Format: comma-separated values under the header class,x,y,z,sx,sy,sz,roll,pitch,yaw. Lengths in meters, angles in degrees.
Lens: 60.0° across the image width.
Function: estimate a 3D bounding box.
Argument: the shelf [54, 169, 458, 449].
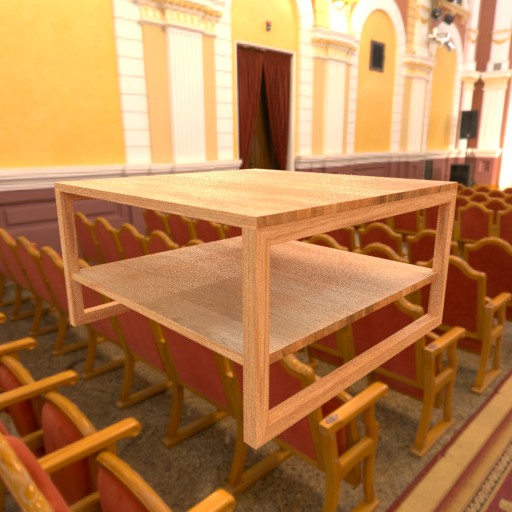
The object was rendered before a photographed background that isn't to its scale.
class,x,y,z,sx,sy,sz,roll,pitch,yaw
shelf,0.000,0.000,1.455,0.899,0.480,0.899,14,21,43
